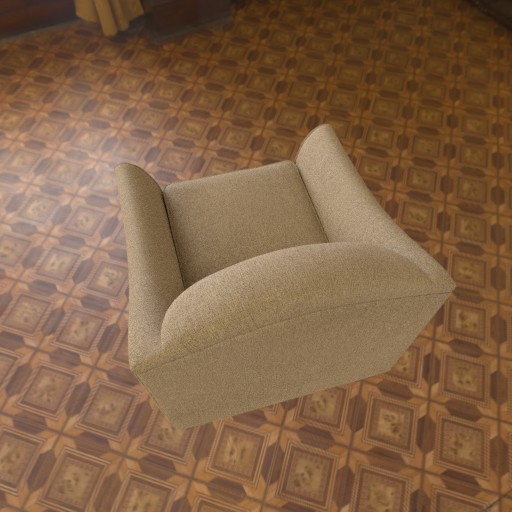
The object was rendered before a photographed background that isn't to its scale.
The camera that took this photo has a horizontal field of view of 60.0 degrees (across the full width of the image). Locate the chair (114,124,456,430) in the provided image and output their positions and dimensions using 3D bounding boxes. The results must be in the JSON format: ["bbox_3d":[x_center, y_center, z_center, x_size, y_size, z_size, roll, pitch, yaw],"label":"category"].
[{"bbox_3d":[0.000,0.000,1.412,0.763,0.839,0.787,-13,59,-8],"label":"chair"}]
